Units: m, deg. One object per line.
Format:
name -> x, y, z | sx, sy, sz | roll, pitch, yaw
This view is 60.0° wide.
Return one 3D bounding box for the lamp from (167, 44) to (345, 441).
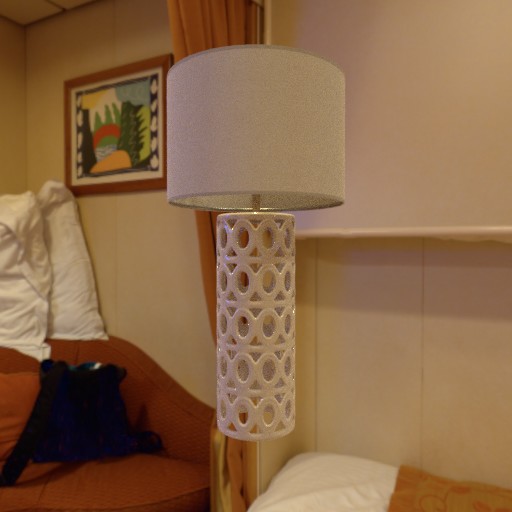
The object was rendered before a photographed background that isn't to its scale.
lamp -> 0.000, 0.000, 0.828 | 0.324, 0.636, 0.325 | 0, 1, -18
